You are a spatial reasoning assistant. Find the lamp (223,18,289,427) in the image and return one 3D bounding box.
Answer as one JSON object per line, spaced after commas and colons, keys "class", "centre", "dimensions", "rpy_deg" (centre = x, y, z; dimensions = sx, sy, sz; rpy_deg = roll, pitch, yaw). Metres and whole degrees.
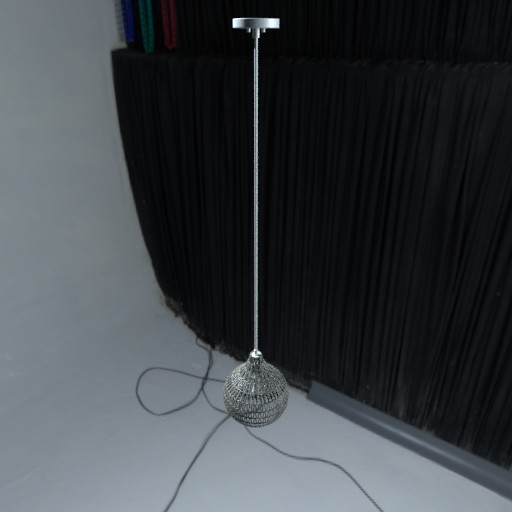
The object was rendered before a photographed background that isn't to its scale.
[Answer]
{"class": "lamp", "centre": [0.000, 0.000, 2.034], "dimensions": [0.355, 1.919, 0.355], "rpy_deg": [18, 32, 32]}
